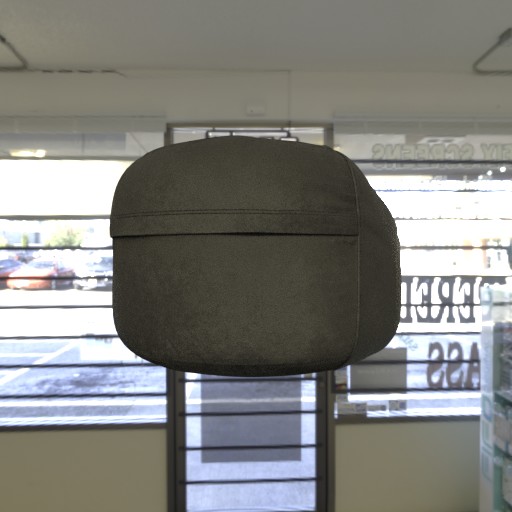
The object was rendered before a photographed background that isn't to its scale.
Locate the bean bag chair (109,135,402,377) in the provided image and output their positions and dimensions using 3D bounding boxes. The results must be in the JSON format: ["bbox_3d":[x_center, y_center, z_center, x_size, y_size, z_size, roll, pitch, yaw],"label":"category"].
[{"bbox_3d":[0.000,0.000,1.462,0.918,0.605,0.918,0,1,0],"label":"bean bag chair"}]
